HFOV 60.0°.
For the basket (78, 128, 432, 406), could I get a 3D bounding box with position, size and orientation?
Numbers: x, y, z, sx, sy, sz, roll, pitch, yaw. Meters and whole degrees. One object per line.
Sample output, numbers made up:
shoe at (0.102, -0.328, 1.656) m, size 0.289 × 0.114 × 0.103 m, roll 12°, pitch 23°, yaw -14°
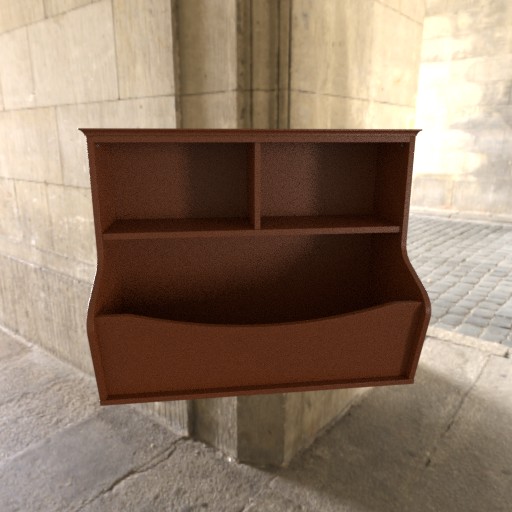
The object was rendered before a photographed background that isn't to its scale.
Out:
basket at (0.000, 0.000, 1.135) m, size 0.792 × 0.625 × 0.376 m, roll -2°, pitch 15°, yaw -7°
